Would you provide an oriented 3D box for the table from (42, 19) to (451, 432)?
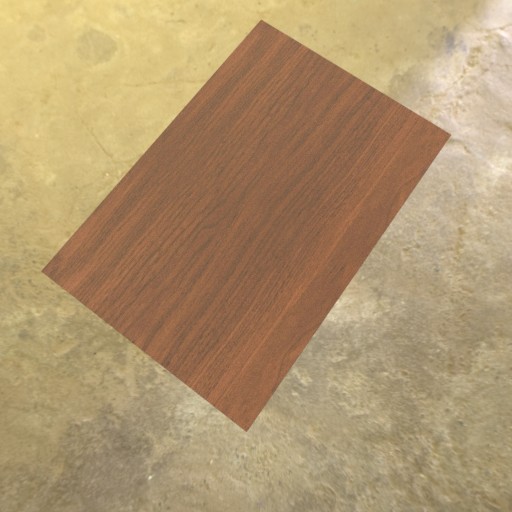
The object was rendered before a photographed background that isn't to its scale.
[{"bbox_3d":[0.000,0.000,1.070,0.406,0.711,0.589,35,78,9],"label":"table"}]
